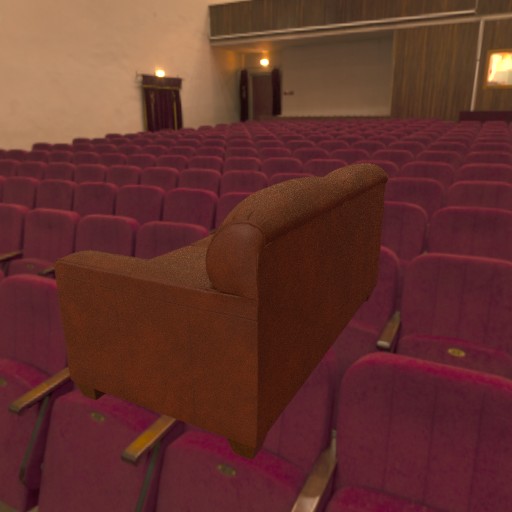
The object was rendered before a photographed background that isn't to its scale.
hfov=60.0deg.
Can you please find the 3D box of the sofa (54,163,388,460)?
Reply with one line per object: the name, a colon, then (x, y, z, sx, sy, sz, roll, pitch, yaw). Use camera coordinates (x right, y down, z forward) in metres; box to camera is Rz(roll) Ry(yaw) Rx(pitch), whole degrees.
sofa: (0.000, 0.000, 2.421, 1.000, 0.966, 1.856, 9, 19, 26)
